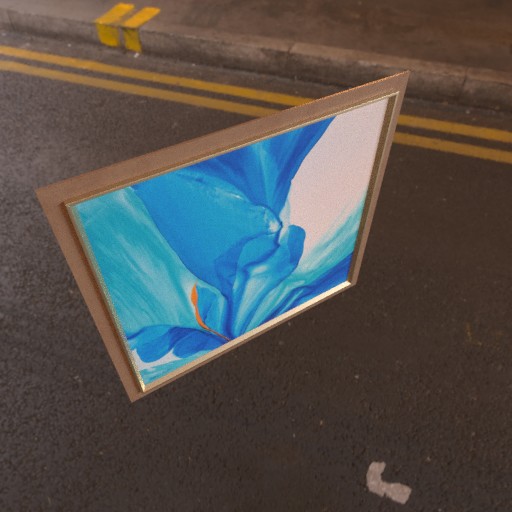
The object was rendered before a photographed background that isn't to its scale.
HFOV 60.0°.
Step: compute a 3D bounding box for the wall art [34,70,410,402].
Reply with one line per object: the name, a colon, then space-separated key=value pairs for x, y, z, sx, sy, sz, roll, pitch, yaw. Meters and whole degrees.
wall art: x=0.000 y=0.000 z=1.597 sx=1.168 sy=1.067 sz=0.025 roll=-24 pitch=51 yaw=-21
